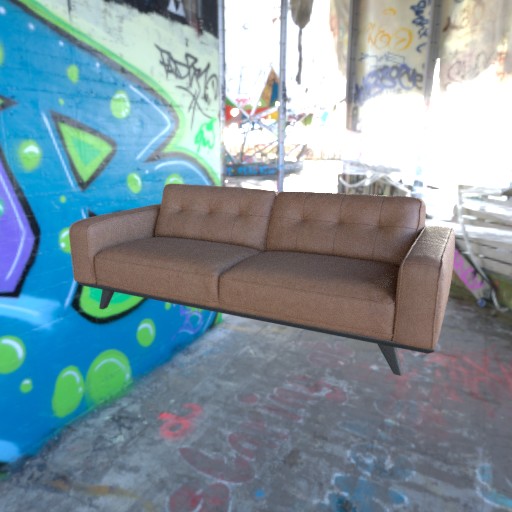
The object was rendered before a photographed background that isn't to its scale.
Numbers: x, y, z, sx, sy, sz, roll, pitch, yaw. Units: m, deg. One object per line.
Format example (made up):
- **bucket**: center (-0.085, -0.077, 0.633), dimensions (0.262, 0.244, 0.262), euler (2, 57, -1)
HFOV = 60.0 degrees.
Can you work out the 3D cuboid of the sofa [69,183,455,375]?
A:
- **sofa**: center (0.000, 0.000, 2.810), dimensions (2.270, 0.780, 0.953), euler (7, 17, 25)
